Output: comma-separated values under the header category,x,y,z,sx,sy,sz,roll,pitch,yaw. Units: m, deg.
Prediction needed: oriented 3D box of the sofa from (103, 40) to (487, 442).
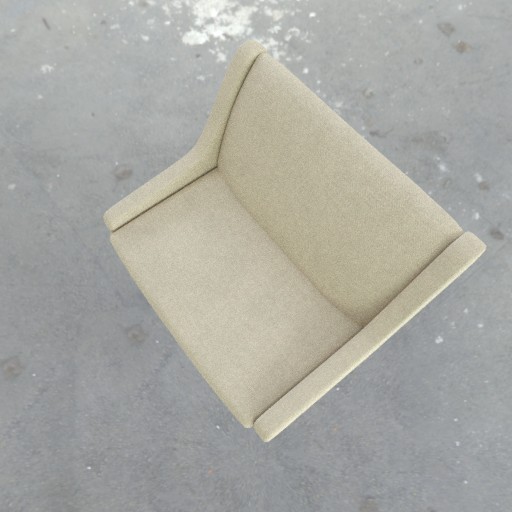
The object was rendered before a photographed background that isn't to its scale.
category,x,y,z,sx,sy,sz,roll,pitch,yaw
sofa,0.000,0.000,1.902,0.946,0.976,1.212,-35,70,-15
